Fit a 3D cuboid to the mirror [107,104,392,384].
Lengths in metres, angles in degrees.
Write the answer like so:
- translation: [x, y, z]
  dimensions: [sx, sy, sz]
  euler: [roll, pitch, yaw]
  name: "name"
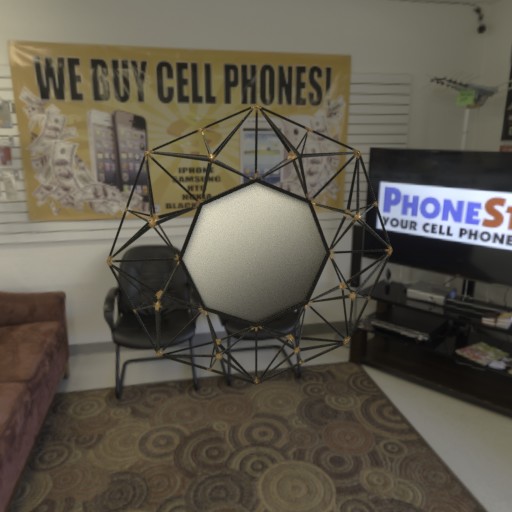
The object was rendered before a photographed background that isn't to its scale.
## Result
- translation: [0.000, 0.000, 1.095]
  dimensions: [0.710, 0.710, 0.094]
  euler: [-2, 15, -8]
  name: "mirror"
